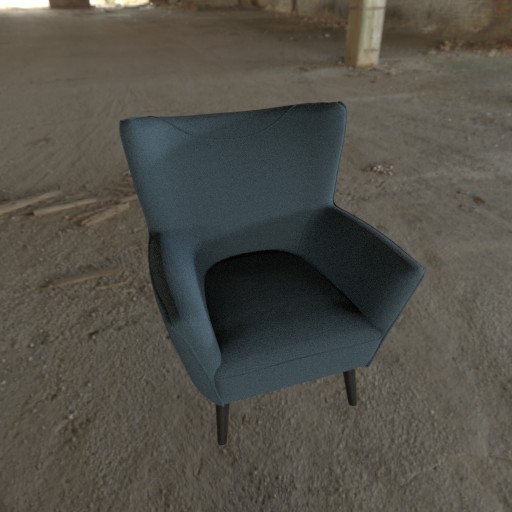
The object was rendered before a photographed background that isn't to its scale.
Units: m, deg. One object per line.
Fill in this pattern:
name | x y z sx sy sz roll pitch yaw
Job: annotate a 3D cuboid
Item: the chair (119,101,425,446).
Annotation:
chair | 0.000 0.000 1.578 0.781 0.933 0.888 -10 33 -16
